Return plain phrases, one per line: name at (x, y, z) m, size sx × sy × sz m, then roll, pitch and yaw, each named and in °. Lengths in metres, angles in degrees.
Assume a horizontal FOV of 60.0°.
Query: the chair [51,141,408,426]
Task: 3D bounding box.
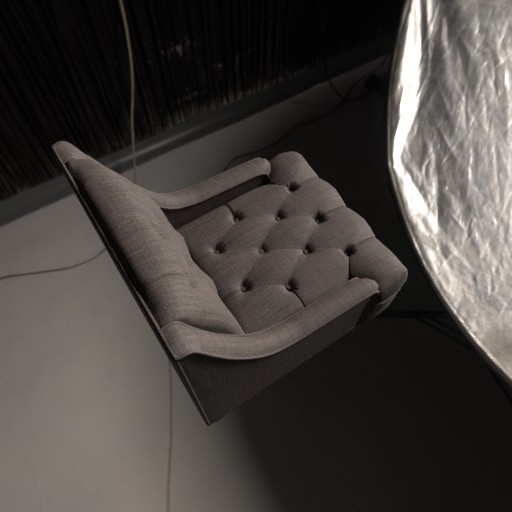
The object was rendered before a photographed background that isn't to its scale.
chair at (0.000, 0.000, 1.402) m, size 0.771 × 0.891 × 0.655 m, roll -30°, pitch 64°, yaw -16°
